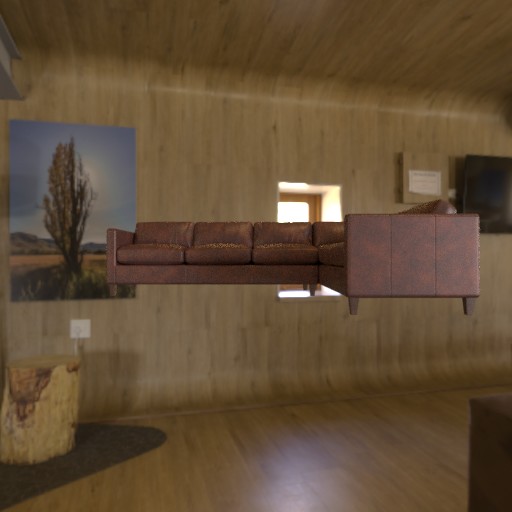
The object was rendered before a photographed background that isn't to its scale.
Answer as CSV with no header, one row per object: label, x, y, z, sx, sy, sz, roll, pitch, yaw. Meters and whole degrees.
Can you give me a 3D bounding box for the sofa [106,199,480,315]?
sofa,0.000,0.000,4.304,3.152,0.836,2.438,0,0,1
